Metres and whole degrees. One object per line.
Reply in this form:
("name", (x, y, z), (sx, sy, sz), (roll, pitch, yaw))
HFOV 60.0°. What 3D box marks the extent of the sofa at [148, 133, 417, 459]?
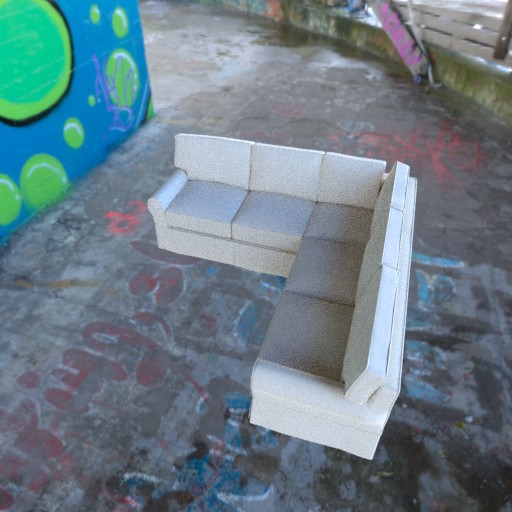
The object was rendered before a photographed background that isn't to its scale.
("sofa", (0.000, 0.000, 4.017), (2.591, 1.070, 2.597), (12, 43, 13))
